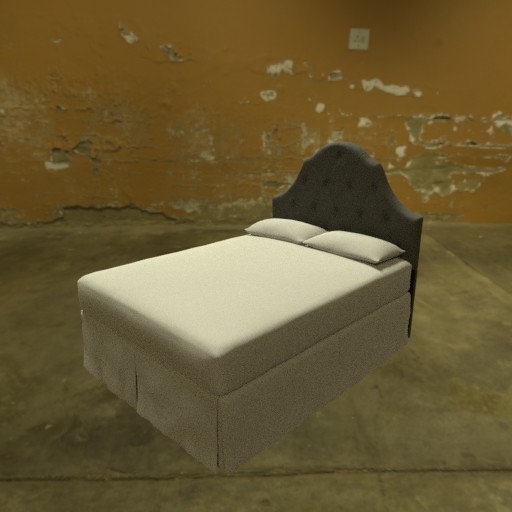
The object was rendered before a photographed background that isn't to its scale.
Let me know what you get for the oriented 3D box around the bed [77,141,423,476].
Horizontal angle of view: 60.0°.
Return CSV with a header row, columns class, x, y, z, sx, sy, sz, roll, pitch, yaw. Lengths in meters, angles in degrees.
class,x,y,z,sx,sy,sz,roll,pitch,yaw
bed,0.000,0.000,3.277,1.636,1.575,2.155,16,23,42
